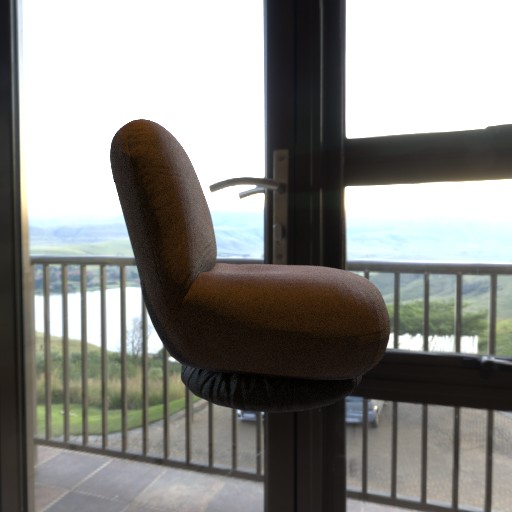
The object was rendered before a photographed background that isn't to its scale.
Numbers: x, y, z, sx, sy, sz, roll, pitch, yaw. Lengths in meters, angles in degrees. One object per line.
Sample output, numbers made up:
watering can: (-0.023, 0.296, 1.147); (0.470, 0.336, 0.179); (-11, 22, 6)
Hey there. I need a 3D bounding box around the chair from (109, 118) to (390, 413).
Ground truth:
chair: (0.000, 0.000, 1.042); (0.597, 0.594, 0.521); (0, 2, 0)
